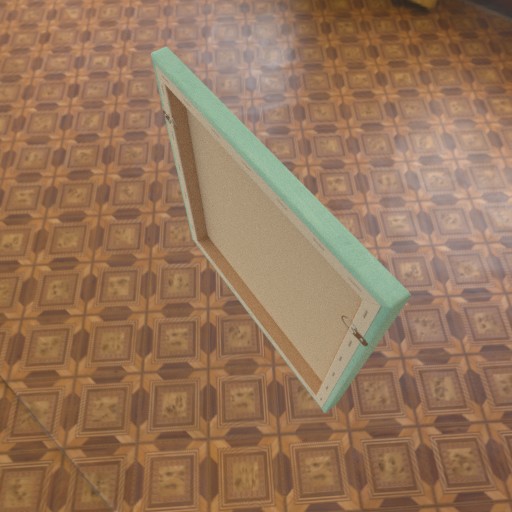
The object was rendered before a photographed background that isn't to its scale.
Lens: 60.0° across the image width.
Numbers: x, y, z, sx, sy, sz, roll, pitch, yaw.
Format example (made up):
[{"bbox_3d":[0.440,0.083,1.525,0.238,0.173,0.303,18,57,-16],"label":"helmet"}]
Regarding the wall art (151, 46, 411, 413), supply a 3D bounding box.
[{"bbox_3d":[0.000,0.000,1.631,0.070,1.073,1.071,-32,64,-17],"label":"wall art"}]
